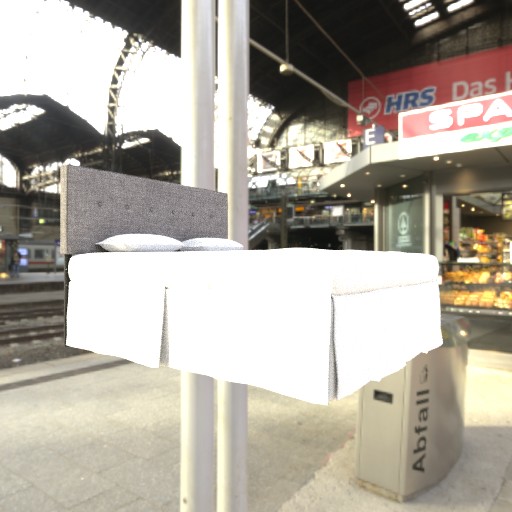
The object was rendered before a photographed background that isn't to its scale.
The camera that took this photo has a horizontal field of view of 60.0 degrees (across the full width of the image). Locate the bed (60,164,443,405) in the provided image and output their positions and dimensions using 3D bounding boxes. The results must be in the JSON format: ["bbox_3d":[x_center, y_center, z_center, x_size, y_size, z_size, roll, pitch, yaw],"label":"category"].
[{"bbox_3d":[0.000,0.000,2.887,1.958,1.168,1.621,0,0,37],"label":"bed"}]
